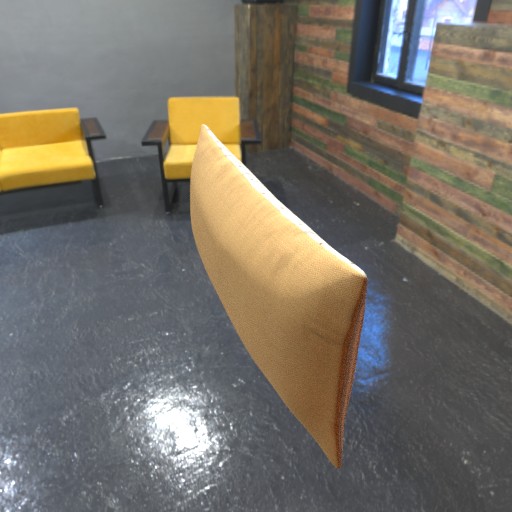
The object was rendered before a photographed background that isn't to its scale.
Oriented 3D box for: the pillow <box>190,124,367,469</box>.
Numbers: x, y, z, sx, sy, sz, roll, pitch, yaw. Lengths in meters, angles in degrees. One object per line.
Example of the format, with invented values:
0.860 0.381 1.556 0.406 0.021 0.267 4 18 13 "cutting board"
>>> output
0.000 0.000 0.728 0.151 0.291 0.608 -11 32 -17 "pillow"
